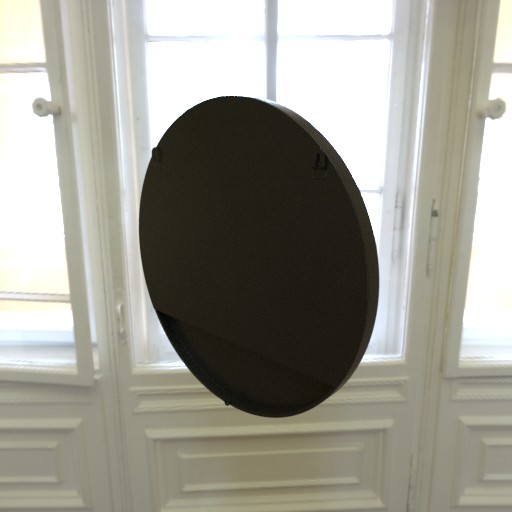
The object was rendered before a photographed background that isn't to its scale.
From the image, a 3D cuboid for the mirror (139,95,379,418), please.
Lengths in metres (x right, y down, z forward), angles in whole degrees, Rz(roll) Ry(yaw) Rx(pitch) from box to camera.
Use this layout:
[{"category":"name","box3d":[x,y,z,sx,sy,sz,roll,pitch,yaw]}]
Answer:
[{"category":"mirror","box3d":[0.000,0.000,0.681,0.457,0.457,0.133,13,19,42]}]
